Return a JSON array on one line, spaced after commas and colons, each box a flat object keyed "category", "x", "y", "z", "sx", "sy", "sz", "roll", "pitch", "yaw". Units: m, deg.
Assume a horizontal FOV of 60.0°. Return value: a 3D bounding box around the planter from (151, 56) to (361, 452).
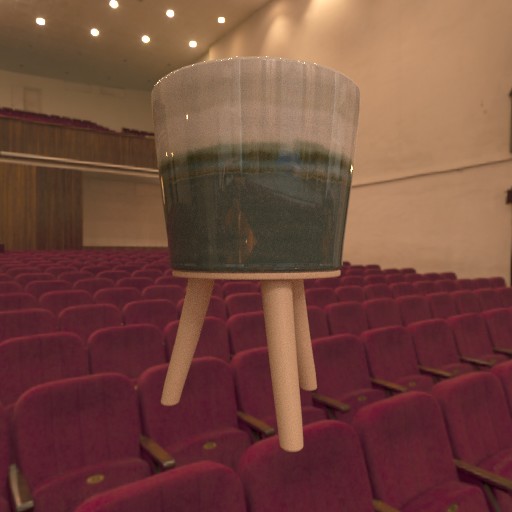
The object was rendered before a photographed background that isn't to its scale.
[{"category": "planter", "x": 0.000, "y": 0.000, "z": 0.471, "sx": 0.217, "sy": 0.331, "sz": 0.217, "roll": 0, "pitch": 0, "yaw": -35}]
